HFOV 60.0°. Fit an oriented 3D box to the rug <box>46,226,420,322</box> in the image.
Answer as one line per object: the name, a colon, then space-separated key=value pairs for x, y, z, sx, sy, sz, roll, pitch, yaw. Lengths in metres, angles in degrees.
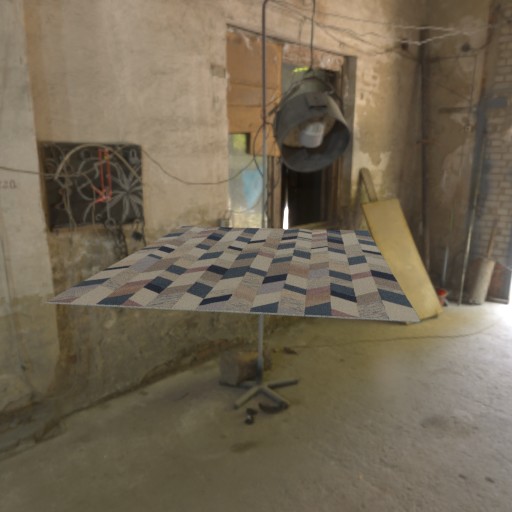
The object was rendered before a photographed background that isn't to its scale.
rug: x=0.000 y=0.000 z=4.312 sx=2.451 sy=0.011 sz=3.072 roll=2 pitch=14 yaw=8
